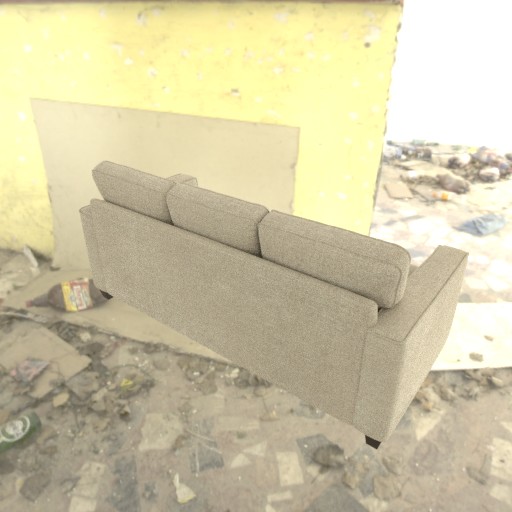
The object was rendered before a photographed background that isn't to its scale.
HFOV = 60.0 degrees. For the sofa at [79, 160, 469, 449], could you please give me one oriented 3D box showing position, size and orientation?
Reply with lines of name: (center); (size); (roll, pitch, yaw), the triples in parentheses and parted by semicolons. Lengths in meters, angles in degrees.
sofa: (0.000, 0.000, 2.617); (2.133, 0.965, 0.939); (20, 35, 32)
